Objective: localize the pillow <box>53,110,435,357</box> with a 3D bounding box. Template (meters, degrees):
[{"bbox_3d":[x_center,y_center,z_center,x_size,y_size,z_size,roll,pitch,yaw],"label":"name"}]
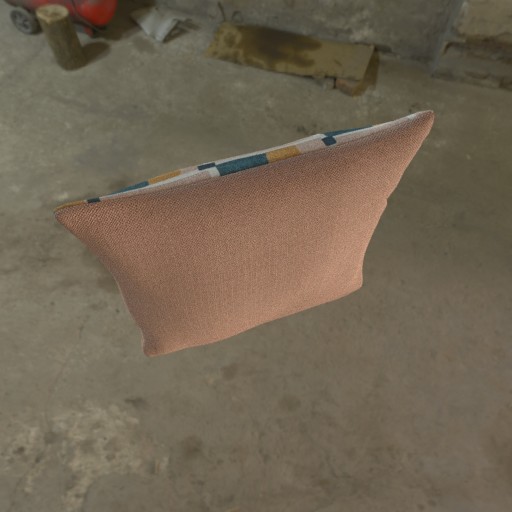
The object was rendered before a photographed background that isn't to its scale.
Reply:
[{"bbox_3d":[0.000,0.000,0.729,0.478,0.479,0.158,-17,60,-10],"label":"pillow"}]
